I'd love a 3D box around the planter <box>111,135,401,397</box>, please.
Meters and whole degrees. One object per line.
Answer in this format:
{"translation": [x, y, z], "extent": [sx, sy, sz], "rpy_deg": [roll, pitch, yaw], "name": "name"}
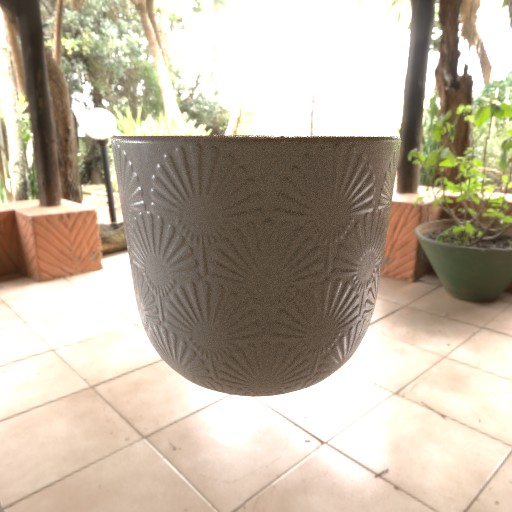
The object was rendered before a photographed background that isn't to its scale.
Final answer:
{"translation": [0.000, 0.000, 0.291], "extent": [0.170, 0.152, 0.170], "rpy_deg": [0, 15, 0], "name": "planter"}
